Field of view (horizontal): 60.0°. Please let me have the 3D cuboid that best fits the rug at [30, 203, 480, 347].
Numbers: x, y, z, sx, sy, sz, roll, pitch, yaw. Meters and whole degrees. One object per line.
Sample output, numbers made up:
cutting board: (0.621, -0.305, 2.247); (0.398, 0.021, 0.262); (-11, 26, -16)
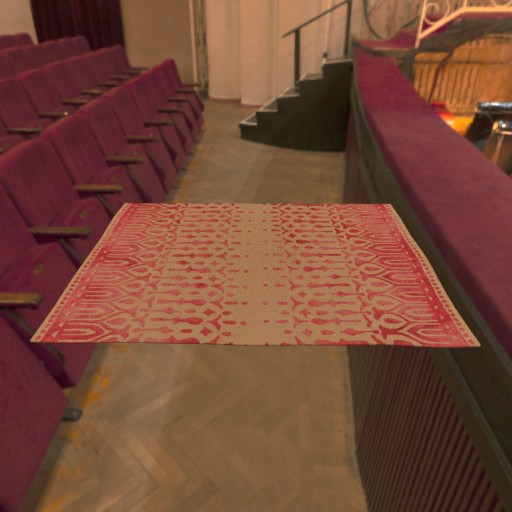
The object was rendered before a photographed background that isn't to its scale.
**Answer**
rug: (0.000, 0.000, 4.053); (3.095, 0.016, 2.441); (0, 30, 1)
